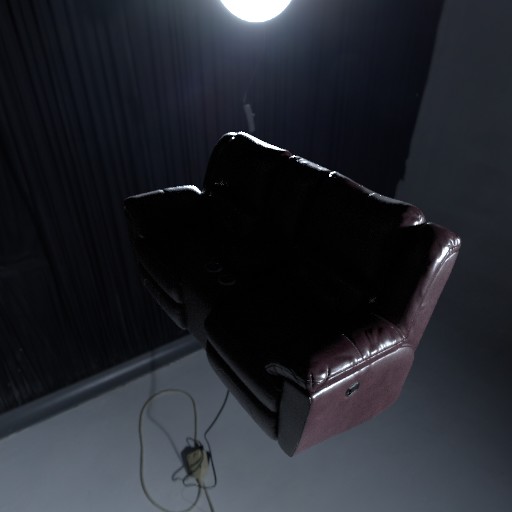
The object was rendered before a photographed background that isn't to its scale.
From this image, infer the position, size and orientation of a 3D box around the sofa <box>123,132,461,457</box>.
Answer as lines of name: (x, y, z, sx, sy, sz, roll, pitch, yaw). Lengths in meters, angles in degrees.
sofa: (0.000, 0.000, 2.680, 0.991, 1.043, 2.058, -20, 37, -29)
